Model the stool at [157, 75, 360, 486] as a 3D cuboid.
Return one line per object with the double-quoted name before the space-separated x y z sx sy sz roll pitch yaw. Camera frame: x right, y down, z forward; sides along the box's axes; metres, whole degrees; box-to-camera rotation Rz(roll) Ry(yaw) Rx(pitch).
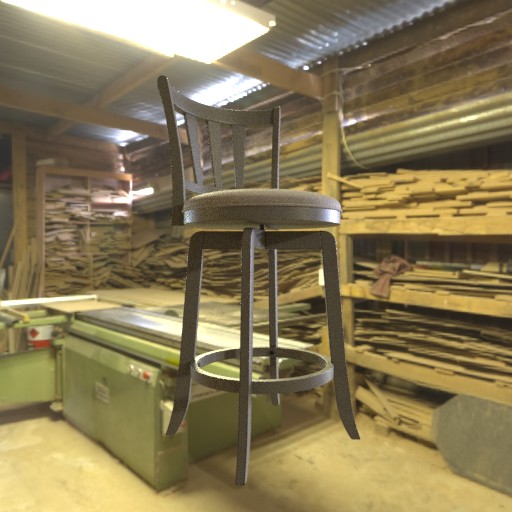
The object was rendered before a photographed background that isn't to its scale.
"stool" 0.000 0.000 1.241 0.450 0.994 0.486 0 1 -38
